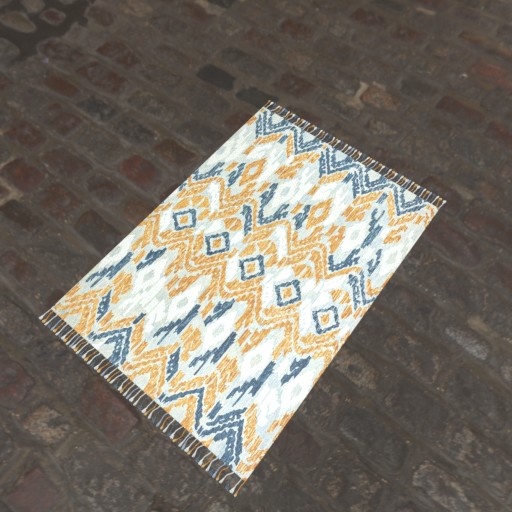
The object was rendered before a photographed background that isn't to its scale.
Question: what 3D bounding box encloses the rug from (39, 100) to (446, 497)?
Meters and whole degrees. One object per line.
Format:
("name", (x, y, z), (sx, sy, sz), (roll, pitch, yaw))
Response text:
("rug", (0.000, 0.000, 2.281), (1.230, 0.008, 1.827), (35, 68, 16))
